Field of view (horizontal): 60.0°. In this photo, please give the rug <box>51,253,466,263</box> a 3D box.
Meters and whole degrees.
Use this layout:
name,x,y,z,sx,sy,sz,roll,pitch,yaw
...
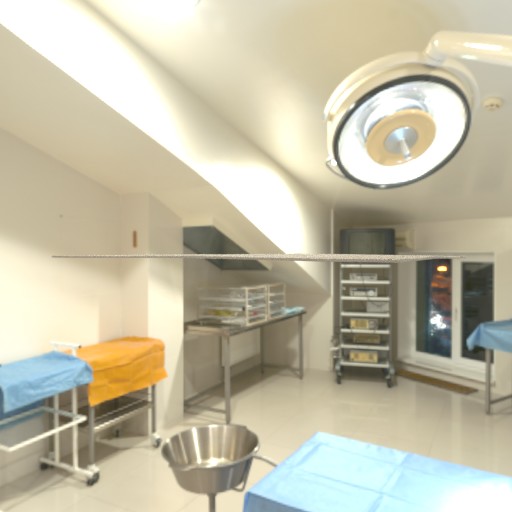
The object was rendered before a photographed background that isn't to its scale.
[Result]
name,x,y,z,sx,sy,sz,roll,pitch,yaw
rug,0.000,0.000,2.274,1.804,0.022,1.162,0,1,35
